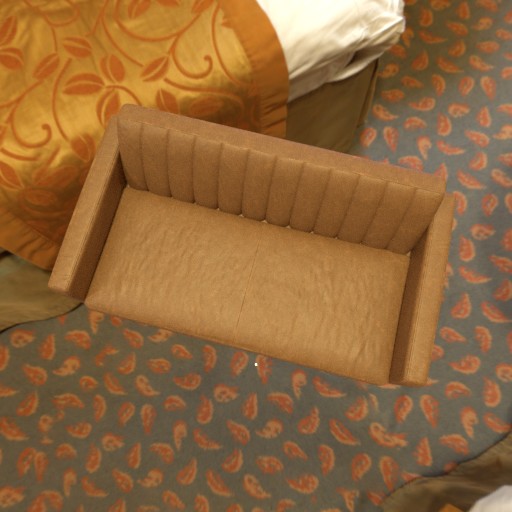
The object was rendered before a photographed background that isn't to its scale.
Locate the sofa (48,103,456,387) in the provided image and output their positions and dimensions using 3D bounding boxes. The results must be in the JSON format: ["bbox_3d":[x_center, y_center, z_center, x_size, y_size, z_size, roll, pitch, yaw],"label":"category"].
[{"bbox_3d":[0.000,0.000,2.381,1.847,0.821,0.993,14,77,3],"label":"sofa"}]
